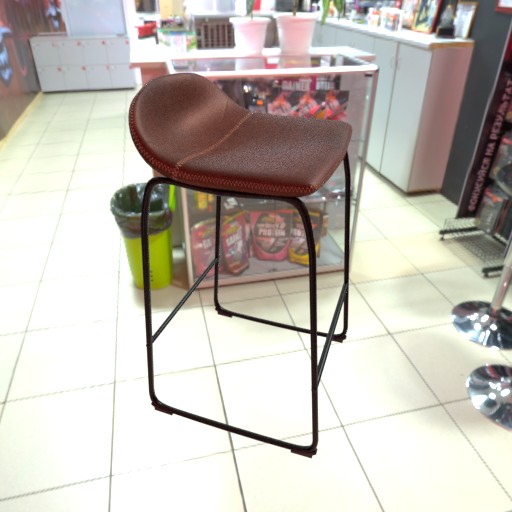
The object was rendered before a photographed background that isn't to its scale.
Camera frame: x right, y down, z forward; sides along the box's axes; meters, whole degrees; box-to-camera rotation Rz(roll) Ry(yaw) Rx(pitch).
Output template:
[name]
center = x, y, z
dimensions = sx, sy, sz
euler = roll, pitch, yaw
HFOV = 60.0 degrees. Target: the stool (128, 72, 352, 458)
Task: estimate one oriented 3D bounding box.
[stool]
center = 0.000, 0.000, 1.125
dimensions = 0.473, 0.830, 0.454
euler = 11, 34, 16
